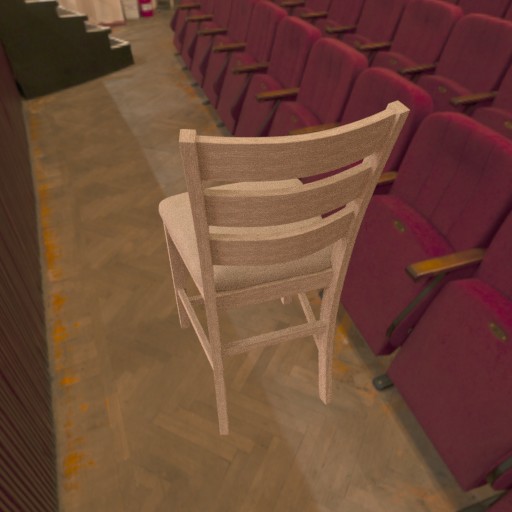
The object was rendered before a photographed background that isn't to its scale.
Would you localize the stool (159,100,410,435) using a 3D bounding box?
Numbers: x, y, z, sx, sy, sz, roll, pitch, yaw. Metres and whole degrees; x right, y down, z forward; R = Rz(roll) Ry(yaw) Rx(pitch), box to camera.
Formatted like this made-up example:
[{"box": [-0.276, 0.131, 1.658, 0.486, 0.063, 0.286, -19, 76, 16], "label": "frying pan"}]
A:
[{"box": [0.000, 0.000, 1.303, 0.484, 1.032, 0.569, -12, 42, -13], "label": "stool"}]
